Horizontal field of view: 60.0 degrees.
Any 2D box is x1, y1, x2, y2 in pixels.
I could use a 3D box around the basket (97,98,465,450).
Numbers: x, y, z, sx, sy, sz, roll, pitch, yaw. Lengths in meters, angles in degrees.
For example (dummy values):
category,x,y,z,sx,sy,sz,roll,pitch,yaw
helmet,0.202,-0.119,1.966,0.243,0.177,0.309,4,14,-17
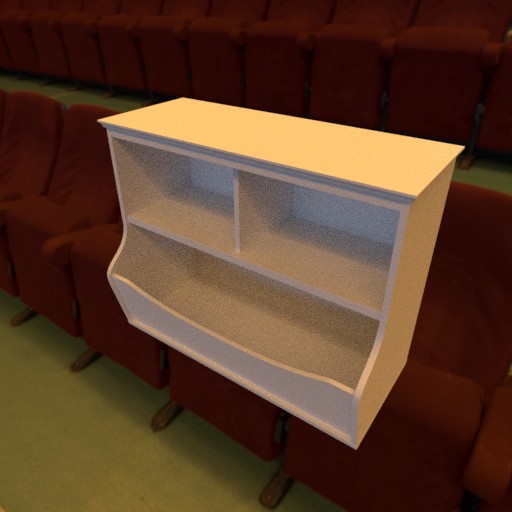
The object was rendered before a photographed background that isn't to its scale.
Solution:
category,x,y,z,sx,sy,sz,roll,pitch,yaw
basket,0.000,0.000,1.145,0.792,0.625,0.376,20,37,29
